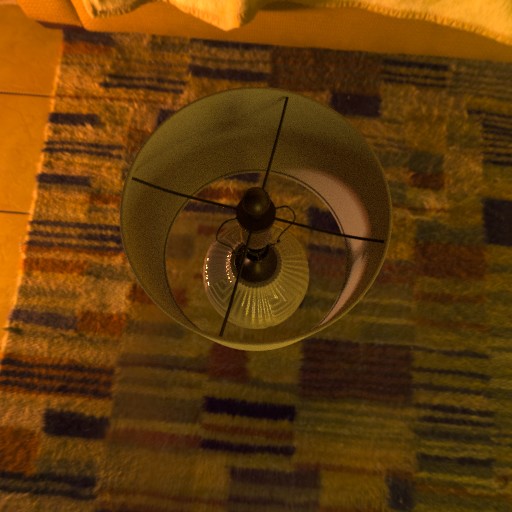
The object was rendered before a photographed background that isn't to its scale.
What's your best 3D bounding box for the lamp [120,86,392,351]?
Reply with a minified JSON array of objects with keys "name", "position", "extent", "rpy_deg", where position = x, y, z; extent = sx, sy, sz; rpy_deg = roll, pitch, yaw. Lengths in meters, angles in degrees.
[{"name":"lamp","position":[0.000,0.000,0.758],"extent":[0.318,0.567,0.318],"rpy_deg":[0,77,0]}]
